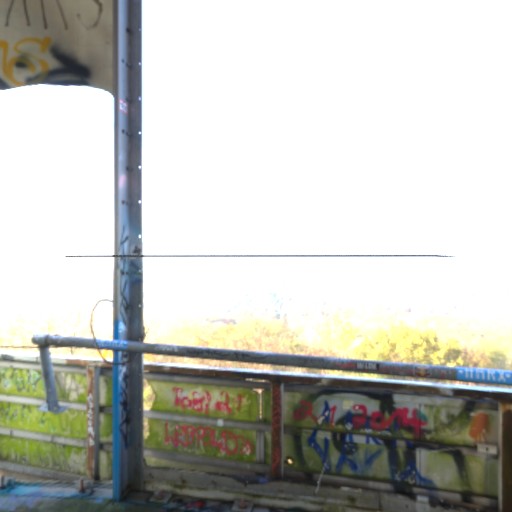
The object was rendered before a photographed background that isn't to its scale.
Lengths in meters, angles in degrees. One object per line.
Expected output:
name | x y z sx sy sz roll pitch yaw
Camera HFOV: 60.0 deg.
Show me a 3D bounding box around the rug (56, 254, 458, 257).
rug | 0.000 0.000 2.860 2.378 0.018 1.324 0 0 18
